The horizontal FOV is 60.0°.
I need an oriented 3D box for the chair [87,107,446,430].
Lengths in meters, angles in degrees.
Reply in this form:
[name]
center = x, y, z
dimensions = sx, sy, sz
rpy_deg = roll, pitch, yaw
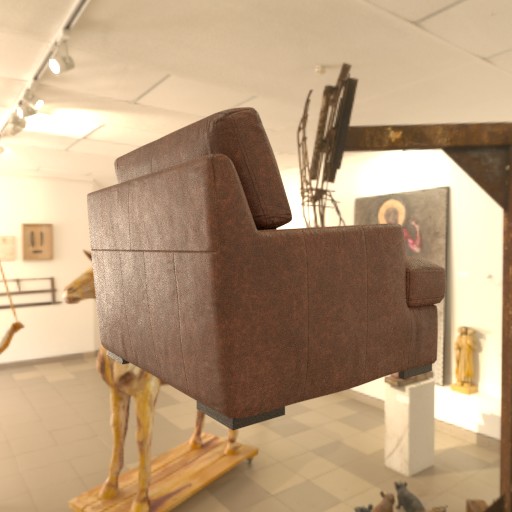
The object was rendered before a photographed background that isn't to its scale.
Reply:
[chair]
center = 0.000, 0.000, 1.933
dimensions = 1.143, 0.939, 1.168
rpy_deg = -1, 2, -37
